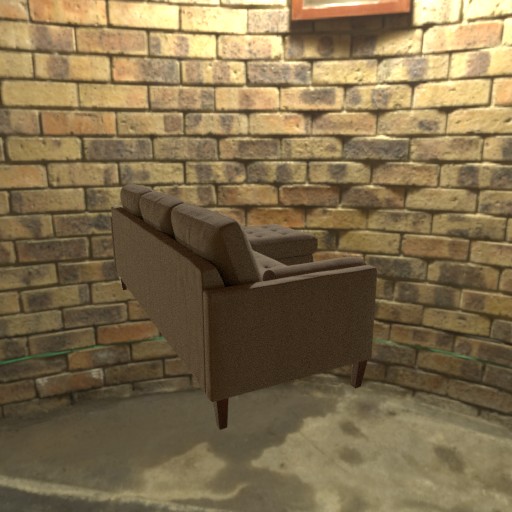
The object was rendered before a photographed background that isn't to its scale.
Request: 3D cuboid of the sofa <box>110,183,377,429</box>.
[{"bbox_3d":[0.000,0.000,2.955,1.506,0.875,2.178,-7,16,-26],"label":"sofa"}]
